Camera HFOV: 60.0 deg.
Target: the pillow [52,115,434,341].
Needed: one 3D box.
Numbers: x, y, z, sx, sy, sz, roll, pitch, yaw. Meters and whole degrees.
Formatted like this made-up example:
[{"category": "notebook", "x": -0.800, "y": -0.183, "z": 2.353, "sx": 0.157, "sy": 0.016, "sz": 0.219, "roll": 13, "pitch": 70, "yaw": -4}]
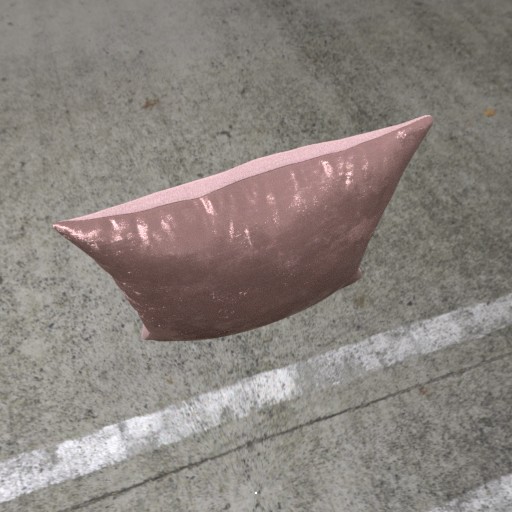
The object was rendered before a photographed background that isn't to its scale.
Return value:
[{"category": "pillow", "x": 0.000, "y": 0.000, "z": 0.714, "sx": 0.470, "sy": 0.464, "sz": 0.175, "roll": -17, "pitch": 63, "yaw": -9}]
